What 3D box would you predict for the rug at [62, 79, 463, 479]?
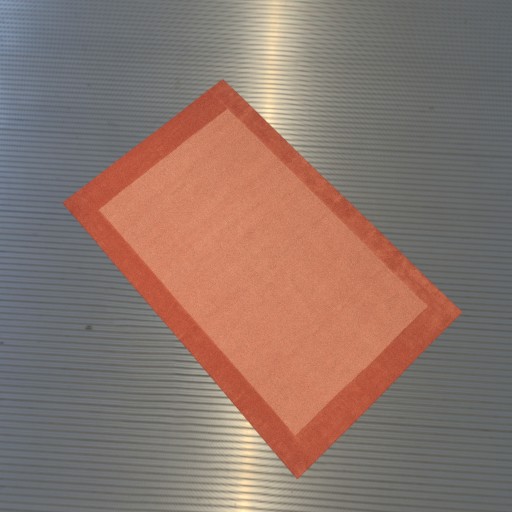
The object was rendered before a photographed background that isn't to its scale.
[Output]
[{"bbox_3d":[0.000,0.000,3.066,1.524,0.014,2.438,-41,79,-10],"label":"rug"}]
